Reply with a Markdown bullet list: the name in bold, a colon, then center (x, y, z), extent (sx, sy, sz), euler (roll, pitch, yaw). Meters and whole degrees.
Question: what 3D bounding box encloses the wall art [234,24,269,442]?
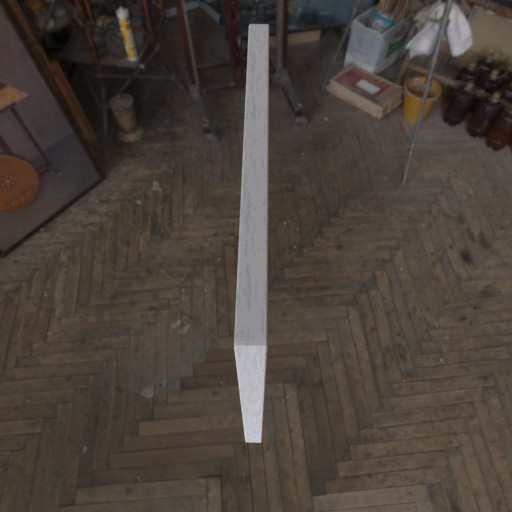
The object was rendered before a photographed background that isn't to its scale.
- **wall art**: center (0.000, 0.000, 1.897), extent (0.078, 1.288, 1.287), euler (1, 58, 1)
